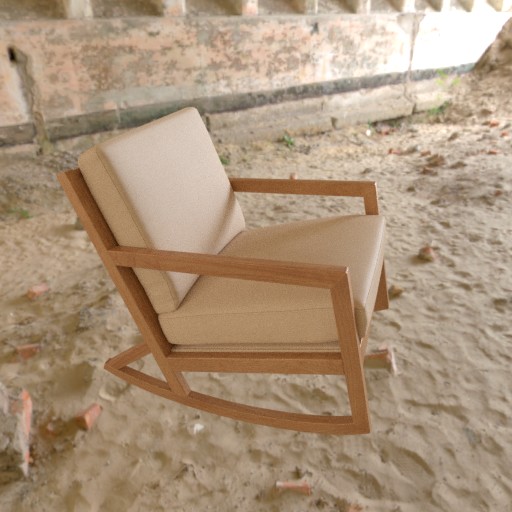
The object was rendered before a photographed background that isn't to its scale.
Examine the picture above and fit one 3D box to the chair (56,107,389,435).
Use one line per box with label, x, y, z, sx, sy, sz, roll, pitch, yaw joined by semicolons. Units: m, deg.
chair;0.000;0.000;1.410;0.857;0.790;0.622;10;31;17
